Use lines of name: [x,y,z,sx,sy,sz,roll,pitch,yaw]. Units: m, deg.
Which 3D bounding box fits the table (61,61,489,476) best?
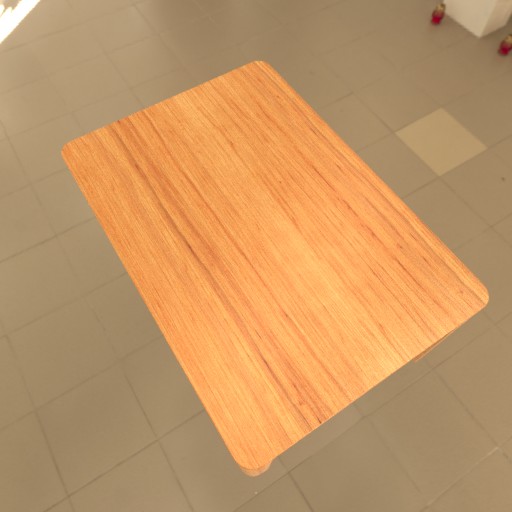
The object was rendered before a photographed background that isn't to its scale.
table: [0.000,0.000,1.339,0.696,0.445,0.997,-30,66,-15]
